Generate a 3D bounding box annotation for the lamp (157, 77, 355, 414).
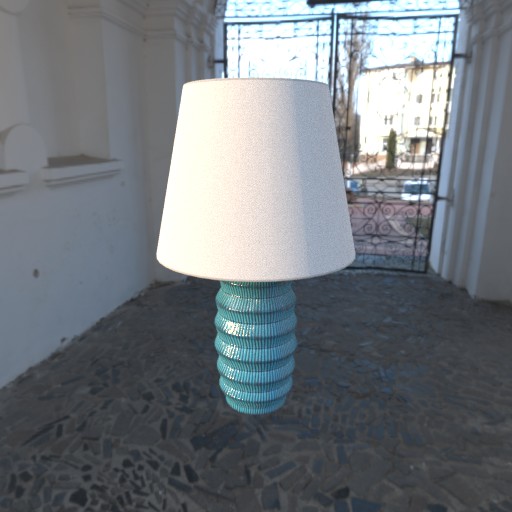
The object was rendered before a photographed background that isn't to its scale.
[{"bbox_3d":[0.000,0.000,0.811,0.355,0.582,0.355,0,15,0],"label":"lamp"}]
